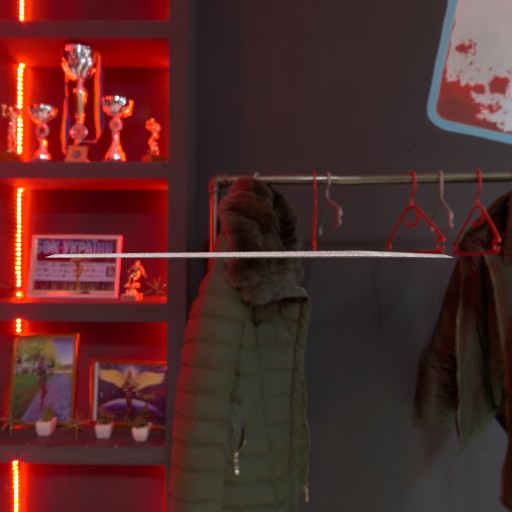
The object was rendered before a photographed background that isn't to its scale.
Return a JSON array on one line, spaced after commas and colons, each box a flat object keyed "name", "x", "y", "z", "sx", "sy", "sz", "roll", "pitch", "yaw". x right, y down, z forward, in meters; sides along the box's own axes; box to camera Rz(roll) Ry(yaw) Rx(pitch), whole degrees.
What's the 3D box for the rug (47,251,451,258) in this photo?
[{"name": "rug", "x": 0.000, "y": 0.000, "z": 3.992, "sx": 2.933, "sy": 0.027, "sz": 2.332, "roll": 0, "pitch": -1, "yaw": 34}]
